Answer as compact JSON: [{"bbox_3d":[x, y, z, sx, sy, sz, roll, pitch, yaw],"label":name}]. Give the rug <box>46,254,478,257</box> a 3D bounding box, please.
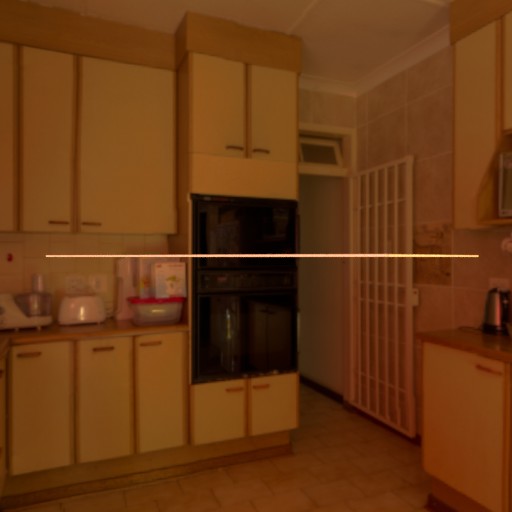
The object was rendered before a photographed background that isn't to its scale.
[{"bbox_3d":[0.000,0.000,2.247,1.828,0.007,1.220,0,0,37],"label":"rug"}]
